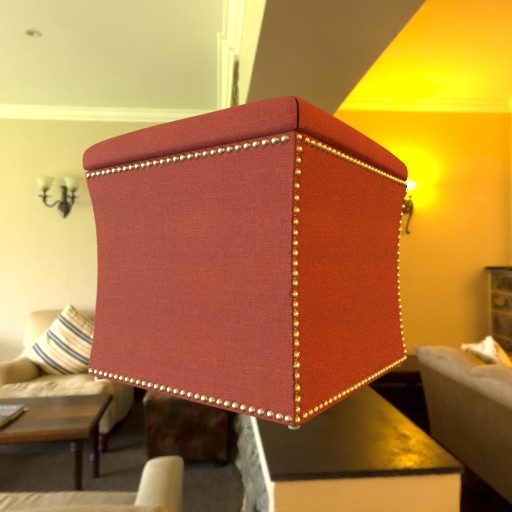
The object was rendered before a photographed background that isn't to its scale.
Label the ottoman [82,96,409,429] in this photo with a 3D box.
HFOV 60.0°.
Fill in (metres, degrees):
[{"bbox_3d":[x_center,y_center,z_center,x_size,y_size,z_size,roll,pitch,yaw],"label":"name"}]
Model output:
[{"bbox_3d":[0.000,0.000,0.907,0.497,0.475,0.507,0,-1,36],"label":"ottoman"}]
